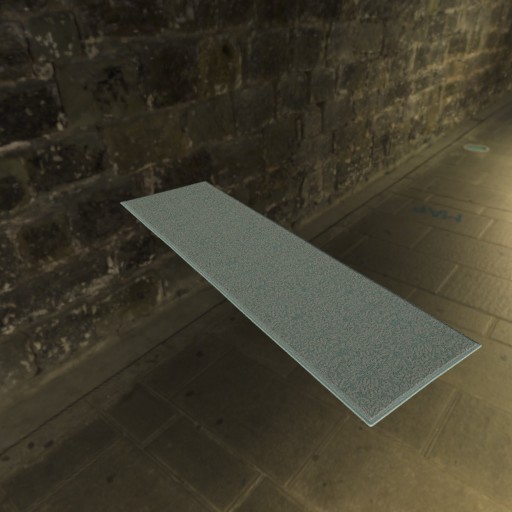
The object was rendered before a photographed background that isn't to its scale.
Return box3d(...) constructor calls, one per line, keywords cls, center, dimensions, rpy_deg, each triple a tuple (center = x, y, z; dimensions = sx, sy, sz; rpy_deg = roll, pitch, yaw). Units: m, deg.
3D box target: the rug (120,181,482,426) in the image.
box3d(cls="rug", center=(0.000, 0.000, 2.381), dimensions=(0.662, 0.011, 2.196), rpy_deg=(-21, 37, -30))
